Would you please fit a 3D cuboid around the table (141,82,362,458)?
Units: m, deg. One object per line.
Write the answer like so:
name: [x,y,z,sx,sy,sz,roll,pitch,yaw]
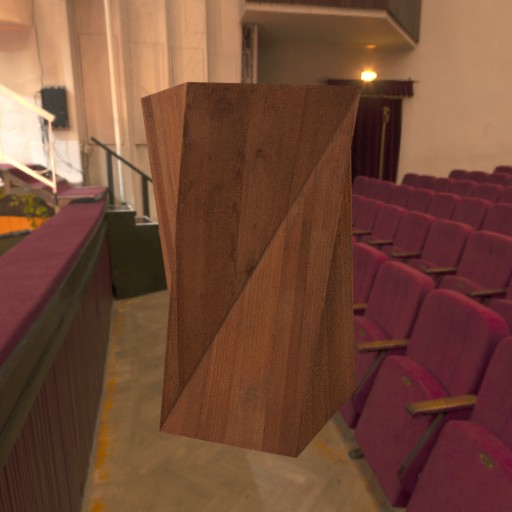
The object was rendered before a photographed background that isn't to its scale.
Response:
table: [0.000,0.000,0.886,0.425,0.604,0.441,-2,14,-8]
